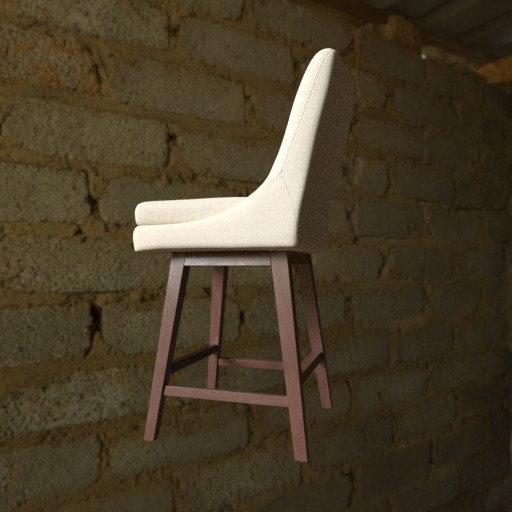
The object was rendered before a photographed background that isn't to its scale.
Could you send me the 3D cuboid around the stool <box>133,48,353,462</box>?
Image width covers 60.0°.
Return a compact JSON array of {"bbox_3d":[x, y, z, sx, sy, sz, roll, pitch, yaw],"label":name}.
[{"bbox_3d":[0.000,0.000,1.323,0.559,0.991,0.483,0,-1,17],"label":"stool"}]
